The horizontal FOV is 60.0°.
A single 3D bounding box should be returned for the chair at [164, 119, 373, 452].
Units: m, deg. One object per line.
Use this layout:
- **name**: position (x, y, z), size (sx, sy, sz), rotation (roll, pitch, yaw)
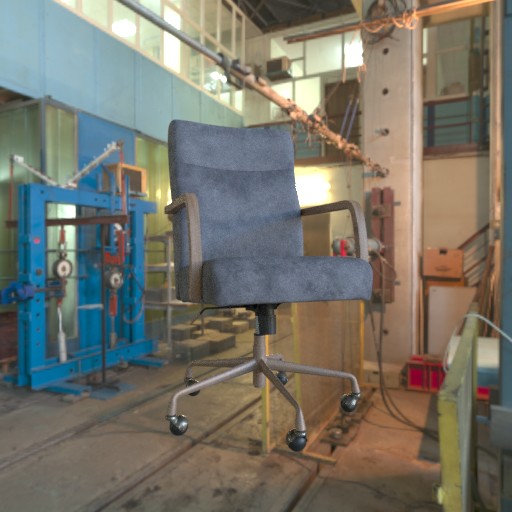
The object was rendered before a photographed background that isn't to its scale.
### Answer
- **chair**: position (0.000, 0.000, 1.484), size (0.640, 1.029, 0.741), rotation (0, 1, -19)
